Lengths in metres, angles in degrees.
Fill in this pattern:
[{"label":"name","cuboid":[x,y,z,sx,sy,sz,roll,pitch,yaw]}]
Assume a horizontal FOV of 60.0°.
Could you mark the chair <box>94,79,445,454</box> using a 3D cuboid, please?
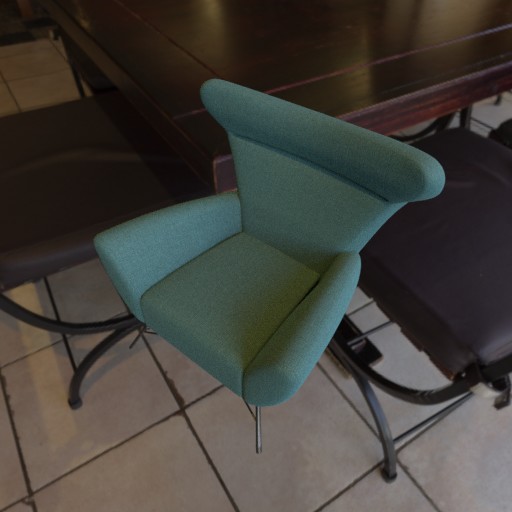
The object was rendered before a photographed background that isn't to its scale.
[{"label":"chair","cuboid":[0.000,0.000,1.764,1.050,0.980,0.900,30,52,26]}]
